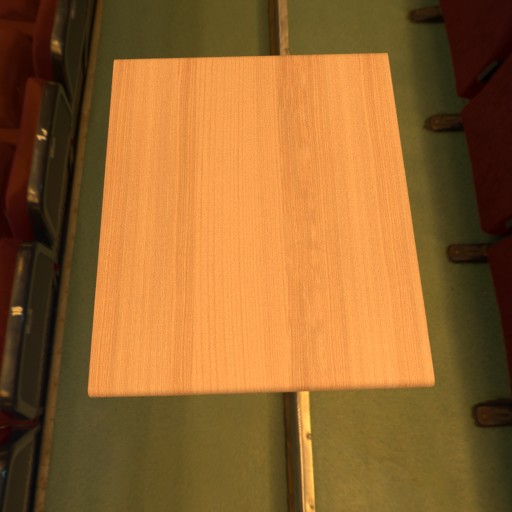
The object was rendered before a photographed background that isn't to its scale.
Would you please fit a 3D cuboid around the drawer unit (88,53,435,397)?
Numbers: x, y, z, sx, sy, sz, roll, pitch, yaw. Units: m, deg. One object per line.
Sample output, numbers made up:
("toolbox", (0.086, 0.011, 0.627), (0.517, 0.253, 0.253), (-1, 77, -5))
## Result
("drawer unit", (0.000, 0.000, 0.584), (0.290, 0.344, 0.344), (-2, 73, -1))
